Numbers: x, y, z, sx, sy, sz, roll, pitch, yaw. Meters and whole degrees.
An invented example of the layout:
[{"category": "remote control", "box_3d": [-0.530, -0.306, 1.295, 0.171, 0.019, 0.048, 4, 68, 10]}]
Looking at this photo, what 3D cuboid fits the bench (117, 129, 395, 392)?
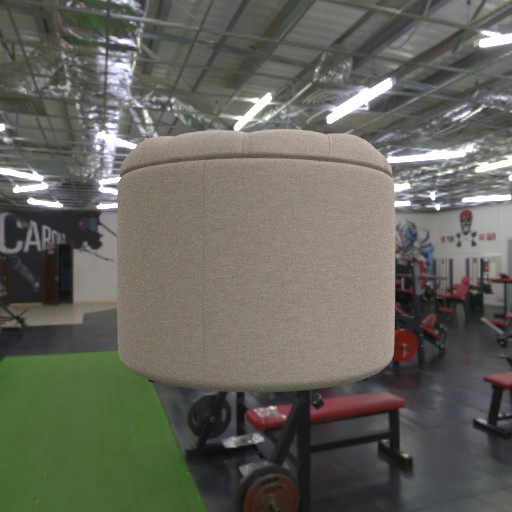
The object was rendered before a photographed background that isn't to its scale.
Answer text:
[{"category": "bench", "box_3d": [0.000, 0.000, 1.002, 0.600, 0.454, 0.600, 0, 0, 0]}]
